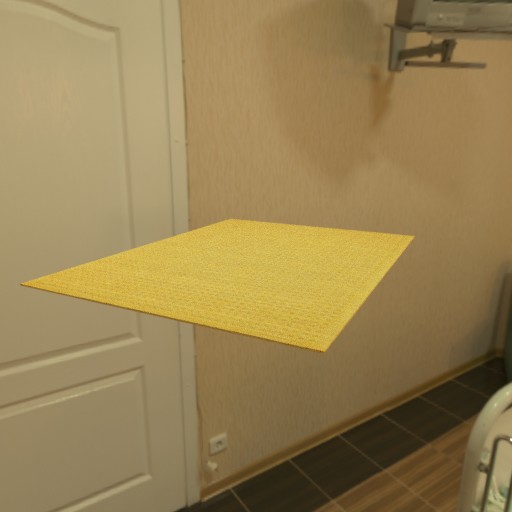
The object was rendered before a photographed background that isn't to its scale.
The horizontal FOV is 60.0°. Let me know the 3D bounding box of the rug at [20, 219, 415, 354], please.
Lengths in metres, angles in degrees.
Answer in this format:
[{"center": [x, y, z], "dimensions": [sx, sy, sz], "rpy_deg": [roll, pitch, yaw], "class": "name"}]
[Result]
[{"center": [0.000, 0.000, 4.312], "dimensions": [2.486, 0.015, 3.242], "rpy_deg": [8, 17, 26], "class": "rug"}]
